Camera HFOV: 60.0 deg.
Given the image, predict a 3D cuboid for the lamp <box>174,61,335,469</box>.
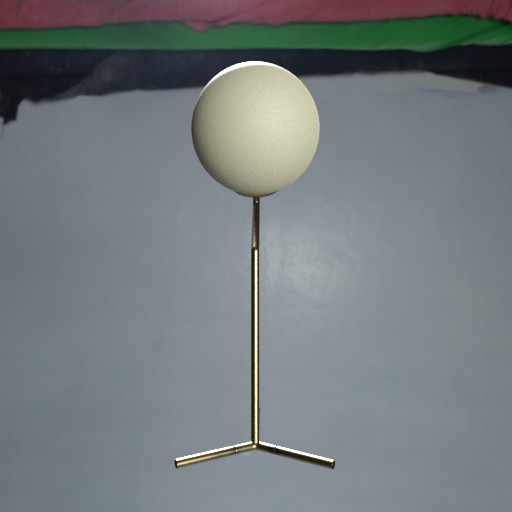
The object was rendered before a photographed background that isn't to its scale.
[{"bbox_3d":[0.000,0.000,0.680,0.210,0.552,0.251,0,-1,1],"label":"lamp"}]
